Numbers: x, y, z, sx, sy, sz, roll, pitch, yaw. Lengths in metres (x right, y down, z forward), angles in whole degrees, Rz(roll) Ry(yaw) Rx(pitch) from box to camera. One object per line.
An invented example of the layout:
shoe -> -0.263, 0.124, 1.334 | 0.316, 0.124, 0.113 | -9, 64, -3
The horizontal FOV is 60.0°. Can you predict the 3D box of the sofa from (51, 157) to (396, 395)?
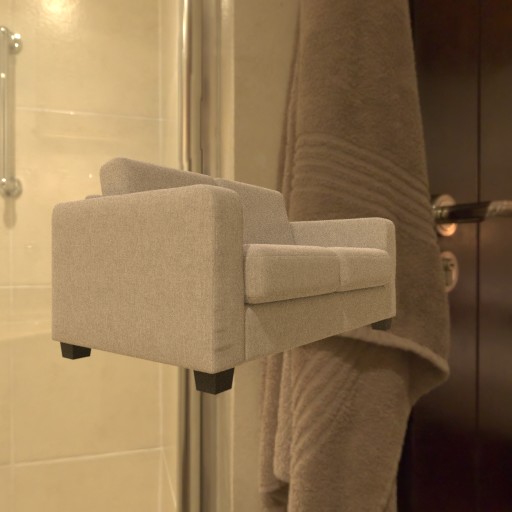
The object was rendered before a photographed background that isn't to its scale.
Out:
sofa -> 0.000, 0.000, 2.081 | 0.900, 0.800, 1.540 | 0, 0, 36
